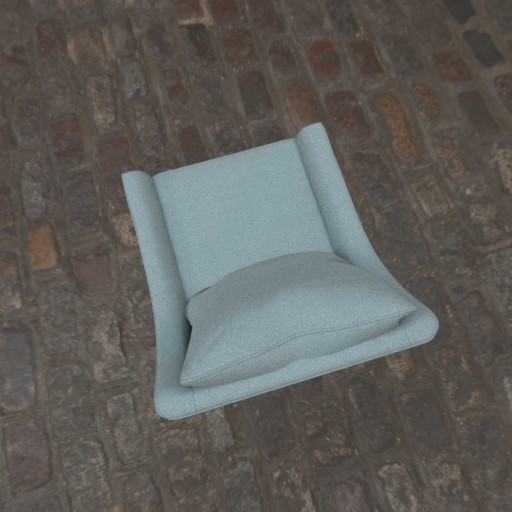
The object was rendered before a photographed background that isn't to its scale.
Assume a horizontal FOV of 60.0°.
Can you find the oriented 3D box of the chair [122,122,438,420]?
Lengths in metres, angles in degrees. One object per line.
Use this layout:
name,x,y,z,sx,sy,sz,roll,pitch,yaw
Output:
chair,0.000,0.000,1.553,0.760,0.926,0.870,-16,75,-4
